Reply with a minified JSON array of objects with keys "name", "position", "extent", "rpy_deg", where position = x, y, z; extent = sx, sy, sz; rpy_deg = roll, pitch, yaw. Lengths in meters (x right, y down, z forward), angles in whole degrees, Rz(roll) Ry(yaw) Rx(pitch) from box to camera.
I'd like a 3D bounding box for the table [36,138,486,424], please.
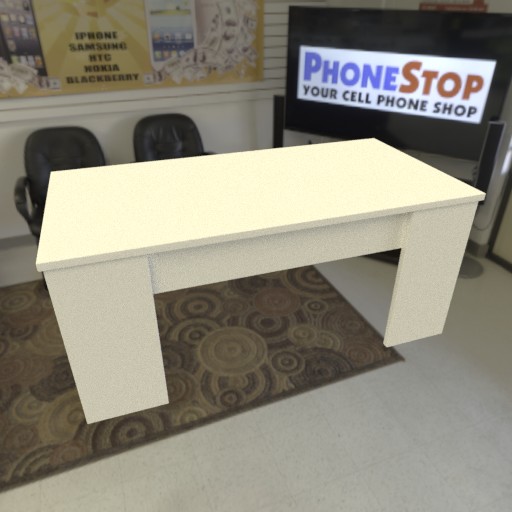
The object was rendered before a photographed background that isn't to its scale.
[{"name":"table","position":[0.000,0.000,1.244],"extent":[1.000,0.440,0.500],"rpy_deg":[-10,32,-16]}]
